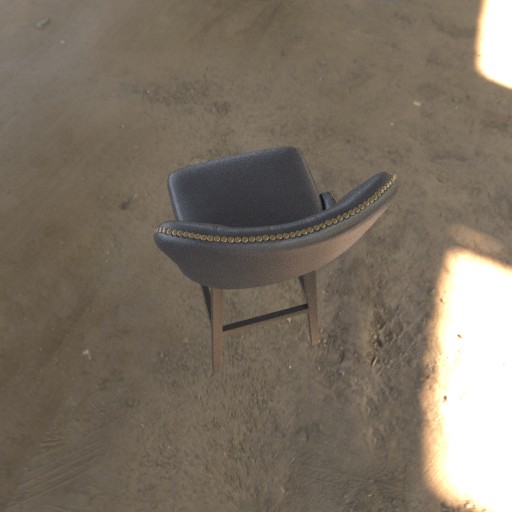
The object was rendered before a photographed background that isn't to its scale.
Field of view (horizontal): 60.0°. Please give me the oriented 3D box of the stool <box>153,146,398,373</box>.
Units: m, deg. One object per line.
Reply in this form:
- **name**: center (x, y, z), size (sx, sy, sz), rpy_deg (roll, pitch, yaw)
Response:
- **stool**: center (0.000, 0.000, 1.407), size (0.528, 1.050, 0.601), rpy_deg (-14, 59, -8)
